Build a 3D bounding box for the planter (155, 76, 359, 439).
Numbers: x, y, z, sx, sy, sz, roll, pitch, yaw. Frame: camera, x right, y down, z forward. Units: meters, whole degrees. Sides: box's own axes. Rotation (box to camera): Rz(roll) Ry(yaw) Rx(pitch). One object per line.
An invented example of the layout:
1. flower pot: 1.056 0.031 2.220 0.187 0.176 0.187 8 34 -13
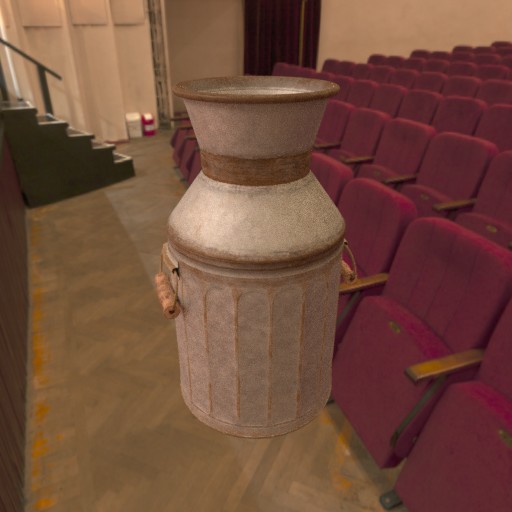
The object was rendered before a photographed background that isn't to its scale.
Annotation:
1. planter: 0.000 0.000 0.544 0.245 0.396 0.214 -9 29 -17
